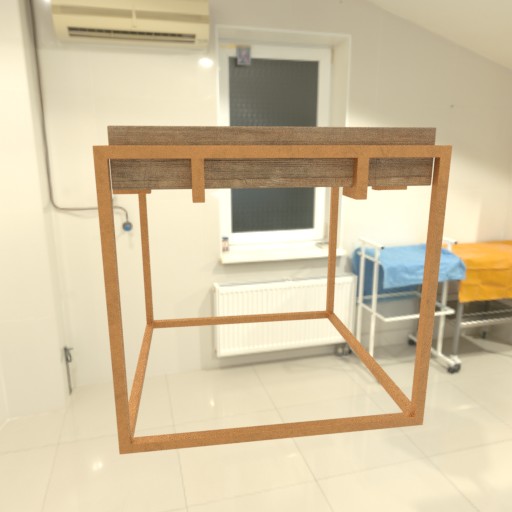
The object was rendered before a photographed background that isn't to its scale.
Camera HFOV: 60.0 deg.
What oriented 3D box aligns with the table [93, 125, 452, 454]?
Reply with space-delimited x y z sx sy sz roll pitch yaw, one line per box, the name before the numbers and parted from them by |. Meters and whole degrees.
table | 0.000 0.000 1.077 0.599 0.584 0.599 -2 14 -8
